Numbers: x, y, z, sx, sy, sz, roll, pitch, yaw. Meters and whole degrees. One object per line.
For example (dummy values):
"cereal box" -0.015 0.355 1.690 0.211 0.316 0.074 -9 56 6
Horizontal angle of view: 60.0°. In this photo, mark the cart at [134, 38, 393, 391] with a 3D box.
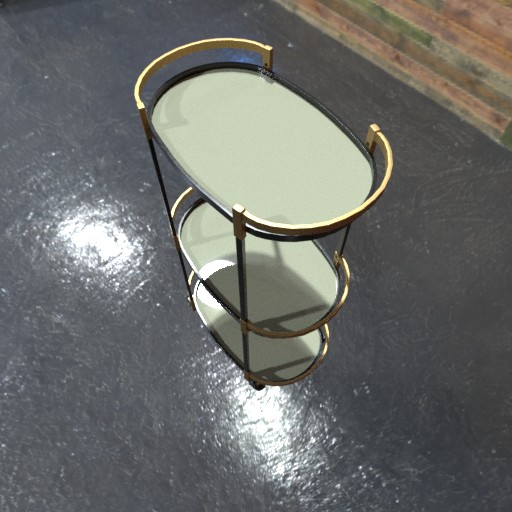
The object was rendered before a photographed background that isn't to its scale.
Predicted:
"cart" 0.000 0.000 1.134 0.311 0.885 0.515 -33 63 -19
